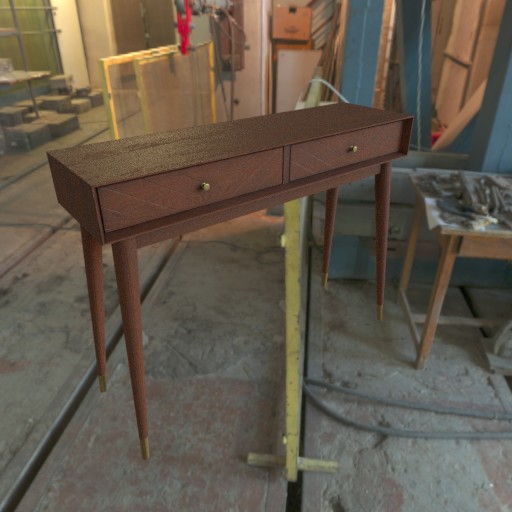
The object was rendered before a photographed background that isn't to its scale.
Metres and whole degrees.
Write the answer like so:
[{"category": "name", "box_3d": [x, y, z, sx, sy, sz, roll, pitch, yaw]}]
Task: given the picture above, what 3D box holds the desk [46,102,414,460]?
[{"category": "desk", "box_3d": [0.000, 0.000, 1.644, 1.204, 0.917, 0.384, -21, 35, -32]}]
